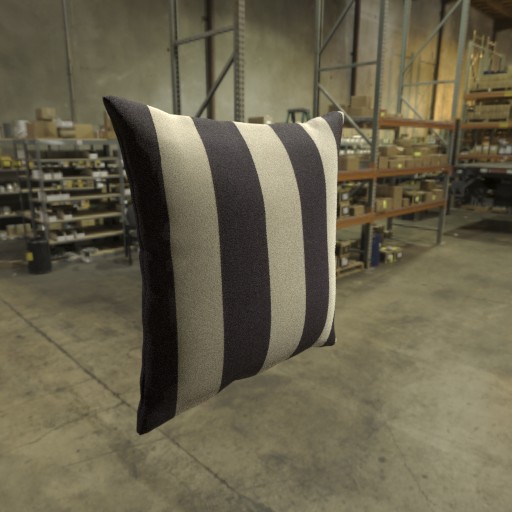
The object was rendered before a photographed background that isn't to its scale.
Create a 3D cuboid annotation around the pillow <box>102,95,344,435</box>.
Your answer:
[{"bbox_3d":[0.000,0.000,0.812,0.536,0.526,0.189,-14,20,-43],"label":"pillow"}]
